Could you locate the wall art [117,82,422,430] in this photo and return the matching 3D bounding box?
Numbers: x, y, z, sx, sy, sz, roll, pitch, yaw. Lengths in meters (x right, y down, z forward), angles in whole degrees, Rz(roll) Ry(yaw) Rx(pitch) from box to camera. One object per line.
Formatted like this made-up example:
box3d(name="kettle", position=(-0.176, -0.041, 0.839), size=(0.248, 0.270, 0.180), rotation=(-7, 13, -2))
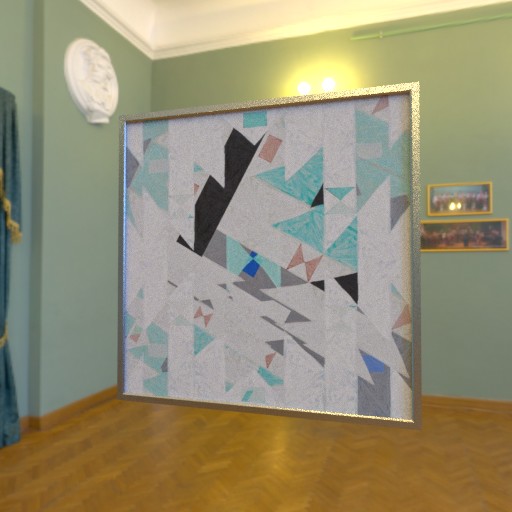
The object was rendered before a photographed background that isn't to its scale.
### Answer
box3d(name="wall art", position=(0.000, 0.000, 1.160), size=(0.806, 0.806, 0.038), rotation=(0, -1, 17))
